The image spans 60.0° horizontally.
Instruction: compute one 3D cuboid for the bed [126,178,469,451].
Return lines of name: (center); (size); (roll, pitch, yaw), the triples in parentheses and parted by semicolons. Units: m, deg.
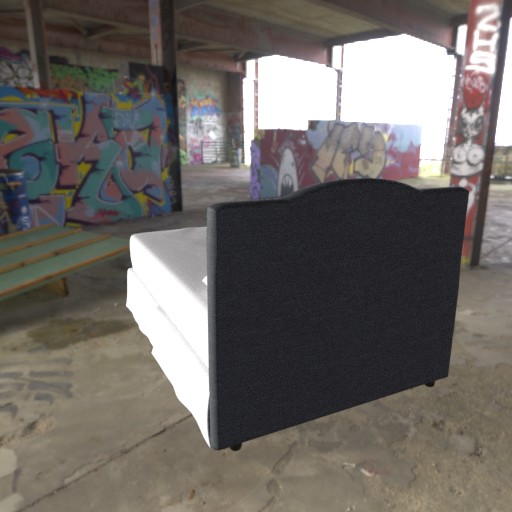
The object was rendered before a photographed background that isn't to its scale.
bed: (0.000, 0.000, 3.593); (1.747, 1.441, 2.507); (-7, 17, -25)
